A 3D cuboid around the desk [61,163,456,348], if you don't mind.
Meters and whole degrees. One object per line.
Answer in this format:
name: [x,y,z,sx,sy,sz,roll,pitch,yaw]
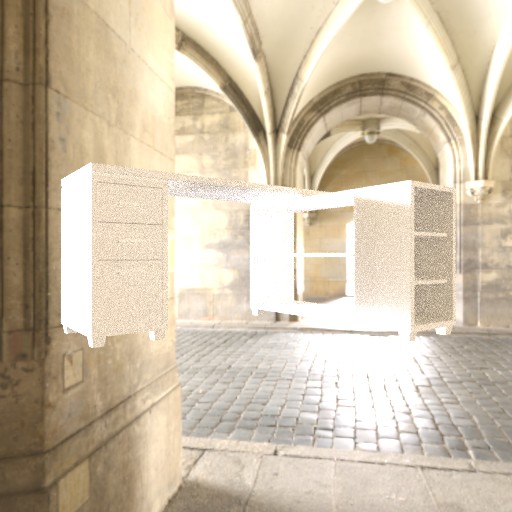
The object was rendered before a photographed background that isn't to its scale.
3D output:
desk: [0.000,0.000,2.180,1.524,0.759,1.199,0,0,-37]
